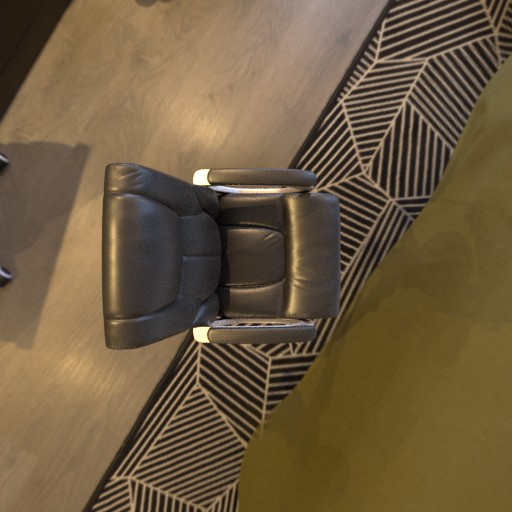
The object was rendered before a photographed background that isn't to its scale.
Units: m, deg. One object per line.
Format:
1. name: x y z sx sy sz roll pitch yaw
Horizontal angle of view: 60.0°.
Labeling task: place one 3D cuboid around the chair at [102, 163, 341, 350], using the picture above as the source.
1. chair: 0.000 0.000 1.651 0.780 1.145 0.700 0 90 -1
